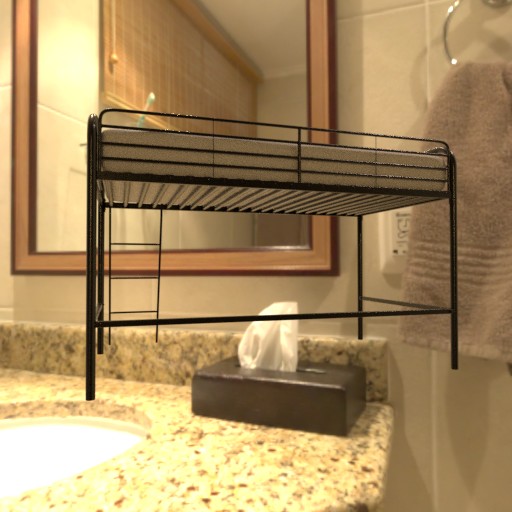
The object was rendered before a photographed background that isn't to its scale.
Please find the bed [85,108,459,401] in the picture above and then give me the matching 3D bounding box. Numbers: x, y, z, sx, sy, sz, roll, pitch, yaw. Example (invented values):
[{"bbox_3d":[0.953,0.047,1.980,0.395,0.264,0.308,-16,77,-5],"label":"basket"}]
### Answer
[{"bbox_3d":[0.000,0.000,2.871,1.968,1.289,1.393,0,-1,-17],"label":"bed"}]
